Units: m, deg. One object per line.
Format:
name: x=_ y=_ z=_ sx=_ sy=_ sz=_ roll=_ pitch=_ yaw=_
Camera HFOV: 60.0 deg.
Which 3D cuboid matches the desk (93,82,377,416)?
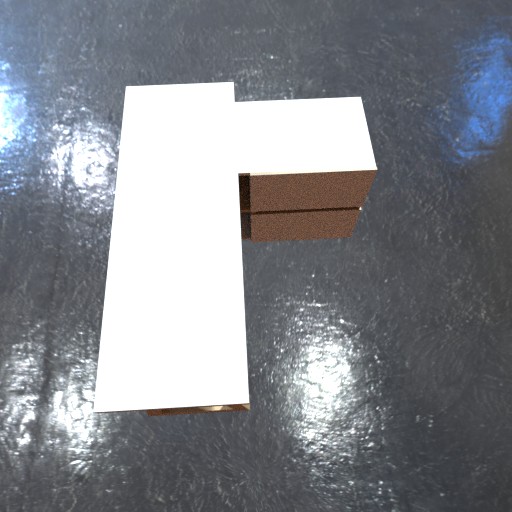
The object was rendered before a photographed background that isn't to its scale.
desk: x=0.000 y=0.000 z=2.046 sx=1.098 sy=0.755 sz=1.404 roll=-3 pitch=64 yaw=-1
